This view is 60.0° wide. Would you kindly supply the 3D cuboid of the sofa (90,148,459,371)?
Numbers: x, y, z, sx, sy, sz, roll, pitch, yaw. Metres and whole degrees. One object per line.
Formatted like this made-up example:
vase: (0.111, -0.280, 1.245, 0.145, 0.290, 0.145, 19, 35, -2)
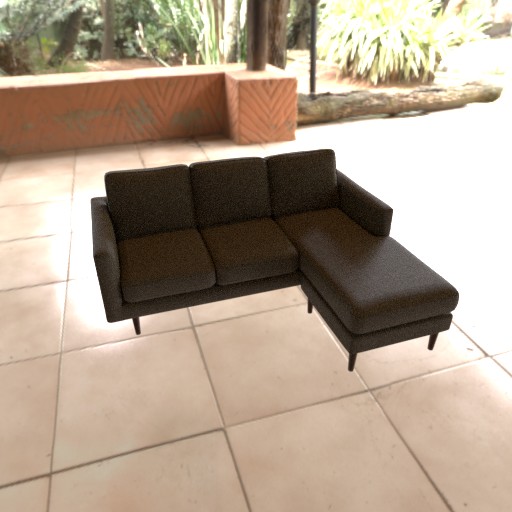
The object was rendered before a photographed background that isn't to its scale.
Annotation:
sofa: (0.000, 0.000, 3.026, 2.055, 0.957, 1.667, -10, 32, -16)
